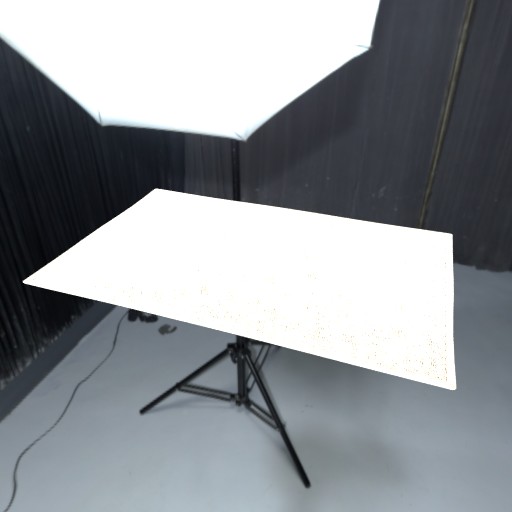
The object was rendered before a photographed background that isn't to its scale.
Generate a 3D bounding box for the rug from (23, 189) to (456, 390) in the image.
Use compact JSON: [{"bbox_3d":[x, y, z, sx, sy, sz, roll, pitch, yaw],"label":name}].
[{"bbox_3d":[0.000,0.000,2.917,2.435,0.012,1.529,11,33,17],"label":"rug"}]
